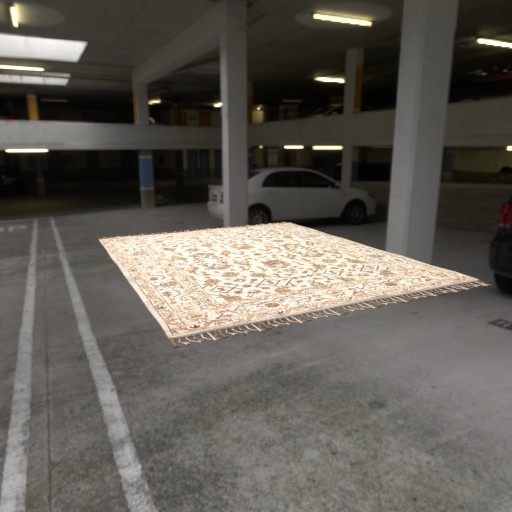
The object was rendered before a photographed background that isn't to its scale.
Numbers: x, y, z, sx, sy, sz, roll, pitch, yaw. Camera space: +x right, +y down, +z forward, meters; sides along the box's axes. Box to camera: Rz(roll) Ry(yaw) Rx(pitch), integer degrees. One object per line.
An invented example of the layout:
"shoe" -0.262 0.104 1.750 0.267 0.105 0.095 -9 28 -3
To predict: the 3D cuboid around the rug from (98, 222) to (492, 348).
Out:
"rug" 0.000 0.000 4.096 2.426 0.034 3.061 -7 16 -25
